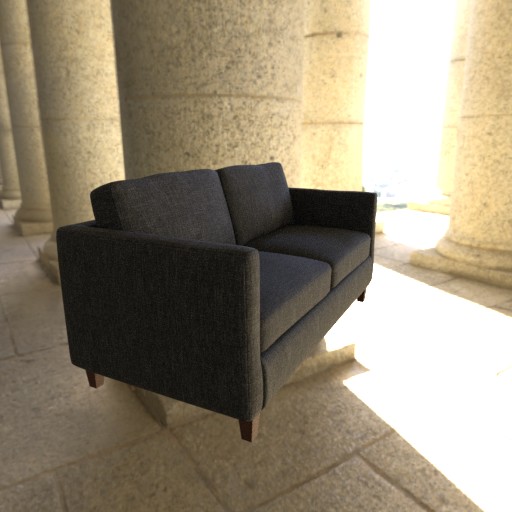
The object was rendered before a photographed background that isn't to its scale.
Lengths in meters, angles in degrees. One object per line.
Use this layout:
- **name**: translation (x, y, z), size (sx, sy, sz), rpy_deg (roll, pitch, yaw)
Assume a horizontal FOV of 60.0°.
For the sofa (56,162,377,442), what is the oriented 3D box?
- **sofa**: translation (0.000, 0.000, 2.487), size (0.950, 0.963, 1.884), rpy_deg (8, 17, 26)
